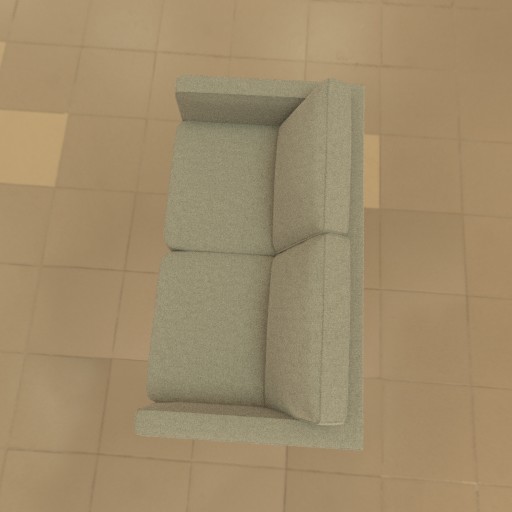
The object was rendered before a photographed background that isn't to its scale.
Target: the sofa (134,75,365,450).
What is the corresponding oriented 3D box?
[{"bbox_3d":[0.000,0.000,2.294,1.000,0.900,1.731,3,76,1],"label":"sofa"}]
